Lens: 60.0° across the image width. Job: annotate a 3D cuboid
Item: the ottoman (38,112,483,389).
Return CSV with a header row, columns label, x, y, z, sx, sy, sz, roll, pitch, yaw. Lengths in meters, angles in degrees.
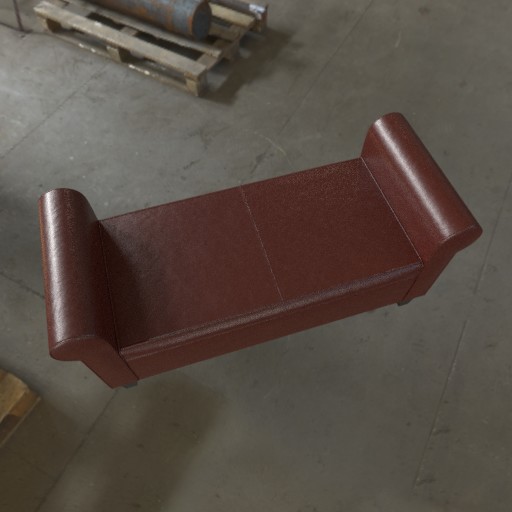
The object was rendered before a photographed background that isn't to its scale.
label,x,y,z,sx,sy,sz,roll,pitch,yaw
ottoman,0.000,0.000,1.529,1.256,0.547,0.521,-15,60,-9
